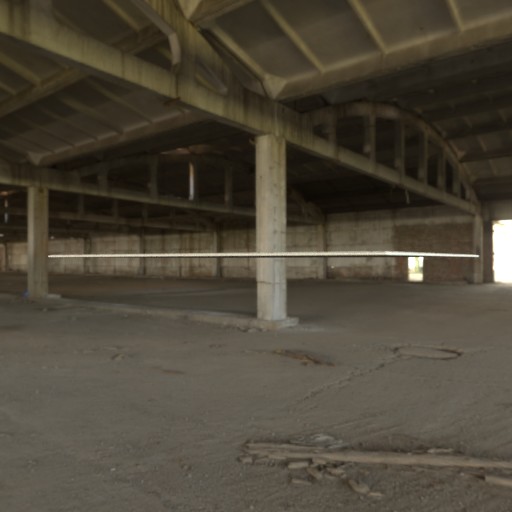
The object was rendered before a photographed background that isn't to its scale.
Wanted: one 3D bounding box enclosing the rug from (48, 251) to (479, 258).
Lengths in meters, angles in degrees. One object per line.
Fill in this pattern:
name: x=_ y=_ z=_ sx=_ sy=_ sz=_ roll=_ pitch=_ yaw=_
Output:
rug: x=0.000 y=0.000 z=3.380 sx=2.746 sy=0.018 sz=1.819 roll=0 pitch=-1 yaw=37
